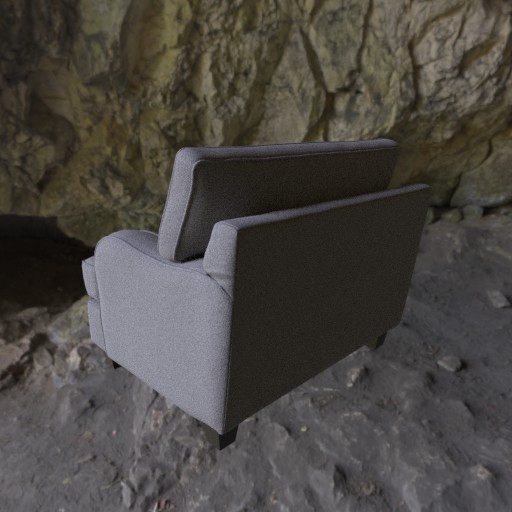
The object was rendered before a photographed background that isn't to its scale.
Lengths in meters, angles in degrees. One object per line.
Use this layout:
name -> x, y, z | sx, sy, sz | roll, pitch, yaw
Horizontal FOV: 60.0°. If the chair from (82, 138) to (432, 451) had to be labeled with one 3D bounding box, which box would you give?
chair -> 0.000, 0.000, 1.998 | 1.220, 1.016, 1.040 | -16, 23, -42
